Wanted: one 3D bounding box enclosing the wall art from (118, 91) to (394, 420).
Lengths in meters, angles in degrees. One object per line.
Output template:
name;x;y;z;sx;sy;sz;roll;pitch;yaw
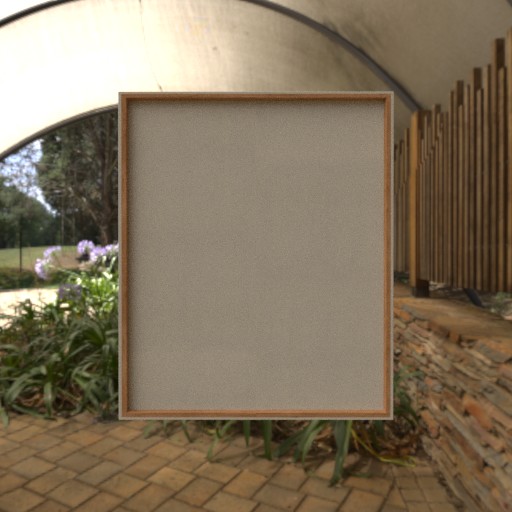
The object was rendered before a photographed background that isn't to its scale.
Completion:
wall art;0.000;0.000;0.835;0.508;0.606;0.037;0;0;0
